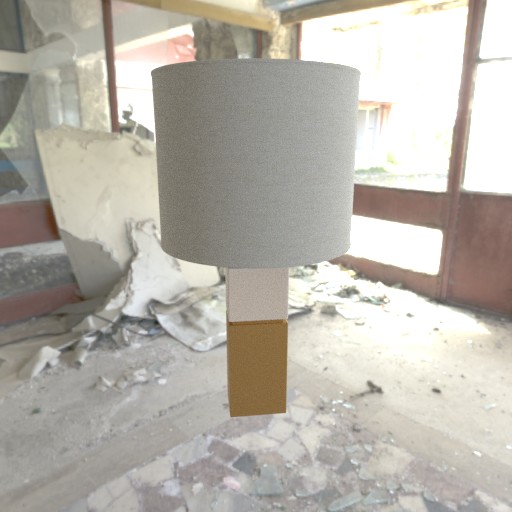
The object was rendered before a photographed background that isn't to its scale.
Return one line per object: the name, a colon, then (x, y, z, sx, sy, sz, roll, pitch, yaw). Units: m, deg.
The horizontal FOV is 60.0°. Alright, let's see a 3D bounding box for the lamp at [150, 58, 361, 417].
lamp: (0.000, 0.000, 0.548, 0.229, 0.417, 0.229, -2, 16, -7)
